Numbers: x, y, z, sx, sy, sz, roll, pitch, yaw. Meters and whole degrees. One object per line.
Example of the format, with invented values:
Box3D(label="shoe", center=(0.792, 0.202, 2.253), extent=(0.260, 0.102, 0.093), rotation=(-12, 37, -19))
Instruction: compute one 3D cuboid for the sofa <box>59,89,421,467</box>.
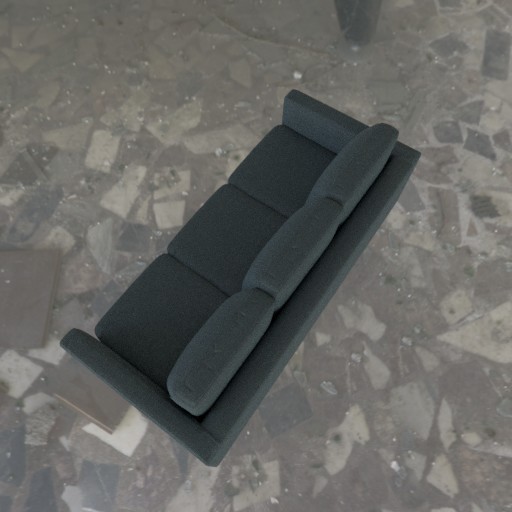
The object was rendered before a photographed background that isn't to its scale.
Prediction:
Box3D(label="sofa", center=(0.000, 0.000, 2.533), extent=(0.935, 0.945, 2.013), rotation=(33, 68, 15))
